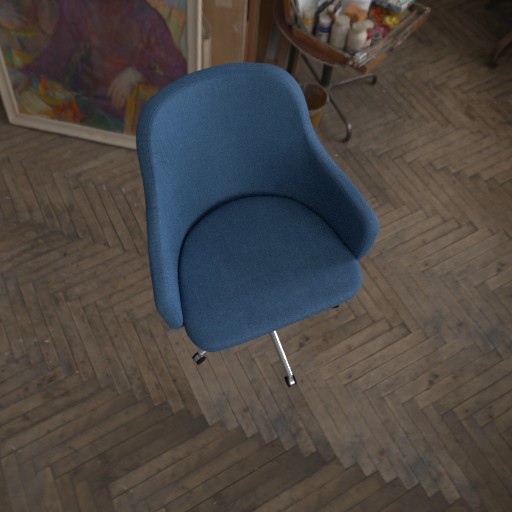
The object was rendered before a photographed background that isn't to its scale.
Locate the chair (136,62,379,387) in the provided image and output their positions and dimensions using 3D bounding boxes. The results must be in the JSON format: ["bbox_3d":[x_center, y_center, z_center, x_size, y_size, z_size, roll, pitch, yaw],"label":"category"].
[{"bbox_3d":[0.000,0.000,1.288,0.599,0.820,0.655,-20,66,-9],"label":"chair"}]
